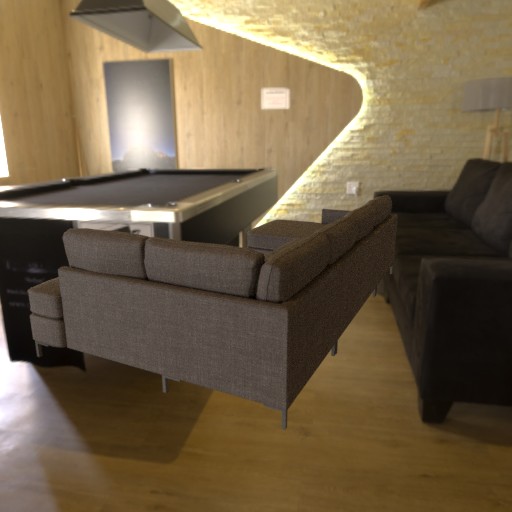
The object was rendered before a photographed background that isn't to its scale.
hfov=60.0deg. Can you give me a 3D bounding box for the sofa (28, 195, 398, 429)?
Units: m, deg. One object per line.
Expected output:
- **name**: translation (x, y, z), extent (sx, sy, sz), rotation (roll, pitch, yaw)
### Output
- **sofa**: translation (0.000, 0.000, 4.245), extent (2.048, 0.999, 3.423), rotation (7, 17, 25)
